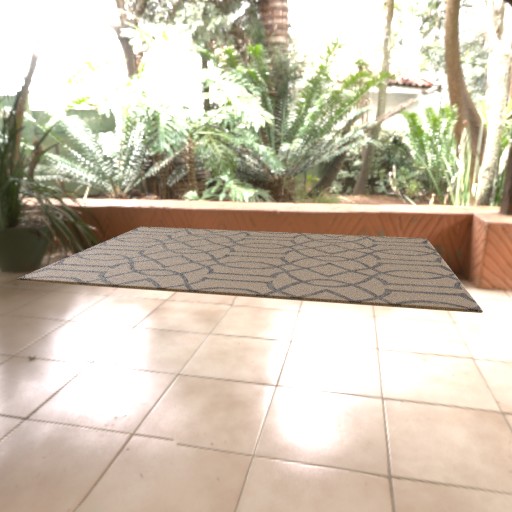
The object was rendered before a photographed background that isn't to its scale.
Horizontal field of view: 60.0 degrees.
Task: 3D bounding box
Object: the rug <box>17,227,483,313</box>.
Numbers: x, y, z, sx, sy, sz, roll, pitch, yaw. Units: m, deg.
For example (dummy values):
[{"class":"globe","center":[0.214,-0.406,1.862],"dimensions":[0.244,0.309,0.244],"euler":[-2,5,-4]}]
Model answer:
[{"class":"rug","center":[0.000,0.000,2.906],"dimensions":[2.365,0.017,1.521],"euler":[3,15,11]}]
